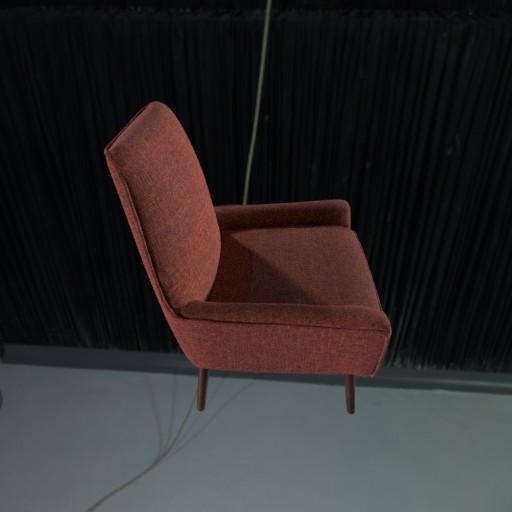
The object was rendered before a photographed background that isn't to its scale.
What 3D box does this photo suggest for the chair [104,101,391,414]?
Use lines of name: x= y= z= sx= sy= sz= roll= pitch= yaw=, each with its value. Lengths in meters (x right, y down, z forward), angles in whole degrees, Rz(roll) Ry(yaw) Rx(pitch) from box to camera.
chair: x=0.000 y=0.000 z=1.505 sx=0.784 sy=0.911 sz=0.803 roll=1 pitch=33 yaw=1
